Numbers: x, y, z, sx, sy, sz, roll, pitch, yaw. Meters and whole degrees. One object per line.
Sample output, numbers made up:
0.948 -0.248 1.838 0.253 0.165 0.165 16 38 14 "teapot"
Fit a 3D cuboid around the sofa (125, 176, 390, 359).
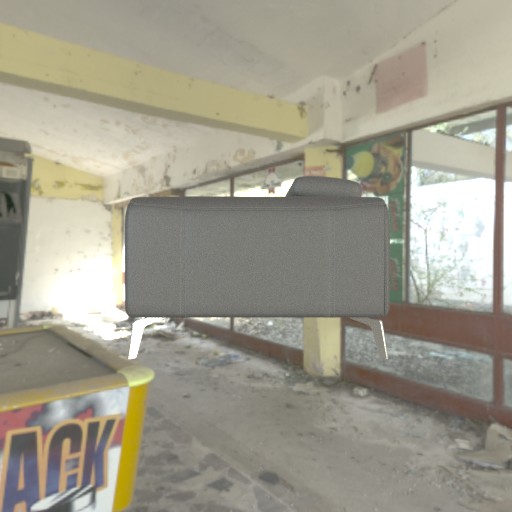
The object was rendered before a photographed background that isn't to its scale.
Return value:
0.000 0.000 2.804 1.023 0.759 2.321 0 1 0 "sofa"
